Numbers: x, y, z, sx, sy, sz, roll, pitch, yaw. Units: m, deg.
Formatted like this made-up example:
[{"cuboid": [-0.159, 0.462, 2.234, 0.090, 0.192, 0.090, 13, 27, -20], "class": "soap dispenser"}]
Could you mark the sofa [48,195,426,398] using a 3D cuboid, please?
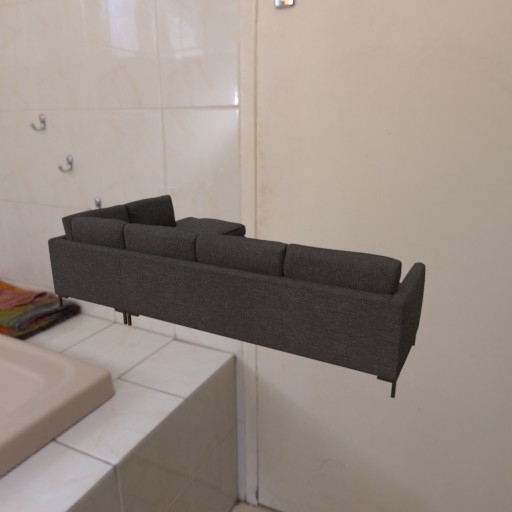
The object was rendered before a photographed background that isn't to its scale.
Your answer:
[{"cuboid": [0.000, 0.000, 3.943, 2.949, 0.815, 2.007, 9, 19, 27], "class": "sofa"}]
